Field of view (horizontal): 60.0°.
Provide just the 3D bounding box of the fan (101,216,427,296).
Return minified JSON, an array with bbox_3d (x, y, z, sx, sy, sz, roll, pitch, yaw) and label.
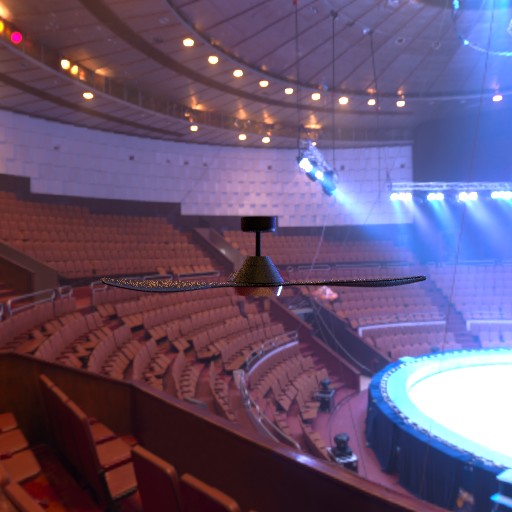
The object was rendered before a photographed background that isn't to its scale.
[{"bbox_3d":[0.000,0.000,1.644,1.067,0.305,1.067,-1,-1,36],"label":"fan"}]
